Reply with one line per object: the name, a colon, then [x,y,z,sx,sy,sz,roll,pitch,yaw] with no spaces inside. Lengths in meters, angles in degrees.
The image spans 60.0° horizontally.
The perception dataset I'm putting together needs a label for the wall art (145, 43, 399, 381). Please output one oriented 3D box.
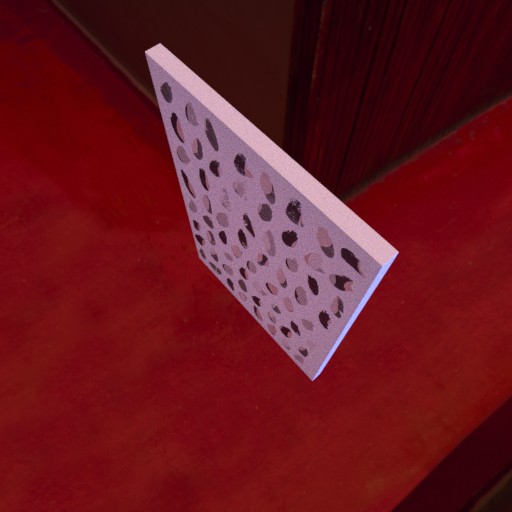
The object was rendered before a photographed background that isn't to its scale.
wall art: [0.000,0.000,1.173,0.037,0.916,0.610,-38,70,-17]
